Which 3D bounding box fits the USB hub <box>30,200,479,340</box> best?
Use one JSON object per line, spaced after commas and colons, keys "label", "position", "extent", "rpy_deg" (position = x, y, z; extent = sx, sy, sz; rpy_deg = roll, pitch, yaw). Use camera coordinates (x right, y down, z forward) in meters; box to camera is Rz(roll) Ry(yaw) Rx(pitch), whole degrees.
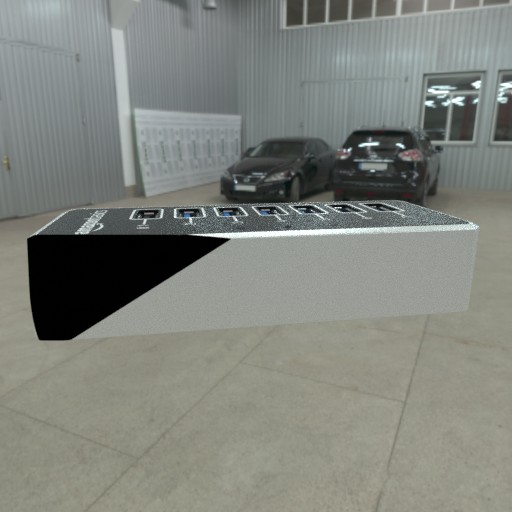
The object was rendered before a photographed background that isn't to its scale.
{"label": "USB hub", "position": [0.000, 0.000, 0.125], "extent": [0.110, 0.023, 0.044], "rpy_deg": [-3, 16, -9]}
